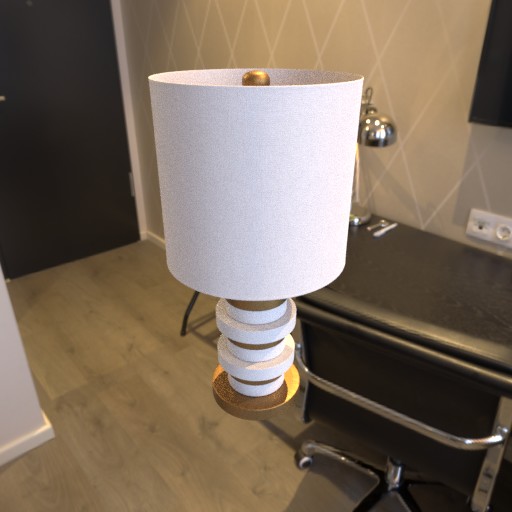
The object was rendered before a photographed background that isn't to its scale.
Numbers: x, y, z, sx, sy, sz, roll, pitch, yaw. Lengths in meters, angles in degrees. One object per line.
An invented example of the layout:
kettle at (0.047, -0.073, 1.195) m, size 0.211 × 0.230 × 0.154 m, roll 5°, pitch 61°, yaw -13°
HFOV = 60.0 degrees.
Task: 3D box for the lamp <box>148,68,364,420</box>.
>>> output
lamp at (0.000, 0.000, 0.530) m, size 0.210 × 0.410 × 0.210 m, roll 8°, pitch 28°, yaw 16°
